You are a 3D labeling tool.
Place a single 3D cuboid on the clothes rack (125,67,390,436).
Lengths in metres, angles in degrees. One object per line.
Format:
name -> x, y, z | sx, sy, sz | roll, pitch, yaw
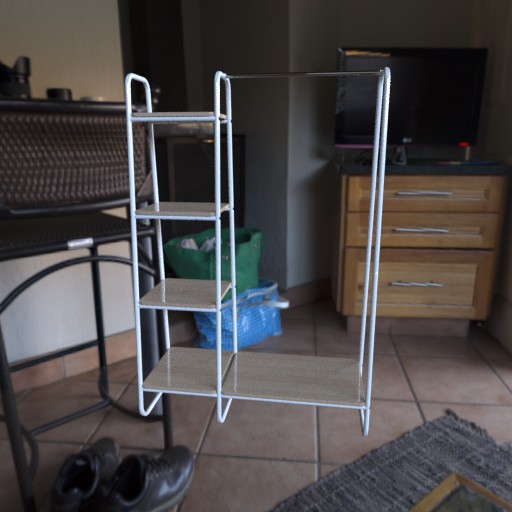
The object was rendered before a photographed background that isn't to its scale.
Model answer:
clothes rack -> 0.000, 0.000, 1.942 | 1.011, 1.500, 0.400 | 2, 14, 8
